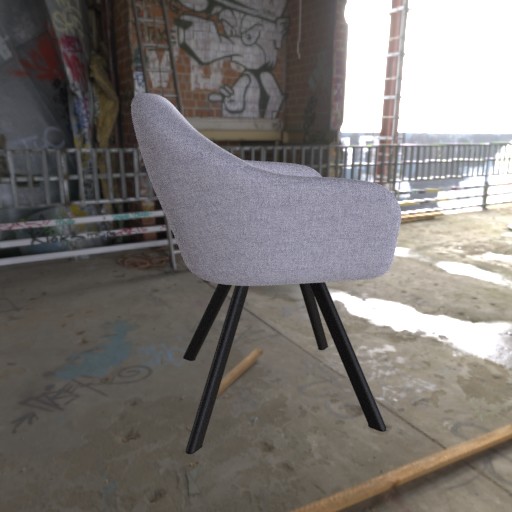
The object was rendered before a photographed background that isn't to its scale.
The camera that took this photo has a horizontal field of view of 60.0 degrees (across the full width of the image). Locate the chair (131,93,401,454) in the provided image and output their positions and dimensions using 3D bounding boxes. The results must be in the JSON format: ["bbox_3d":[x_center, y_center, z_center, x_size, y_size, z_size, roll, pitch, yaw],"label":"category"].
[{"bbox_3d":[0.000,0.000,1.141,0.570,0.780,0.540,-3,16,-9],"label":"chair"}]
